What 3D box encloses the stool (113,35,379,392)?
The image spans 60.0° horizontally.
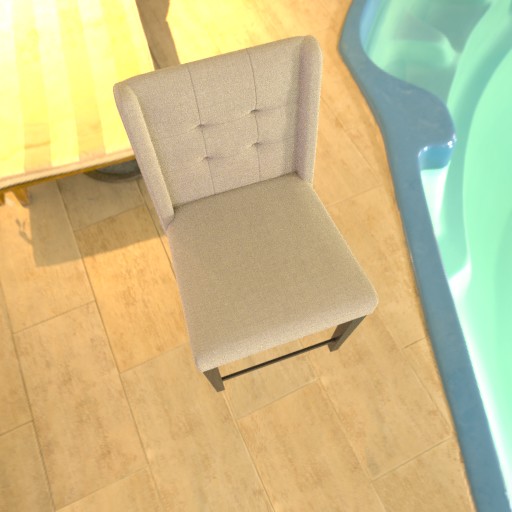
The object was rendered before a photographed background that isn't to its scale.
[{"bbox_3d":[0.000,0.000,1.223,0.474,0.939,0.509,-18,67,-8],"label":"stool"}]
